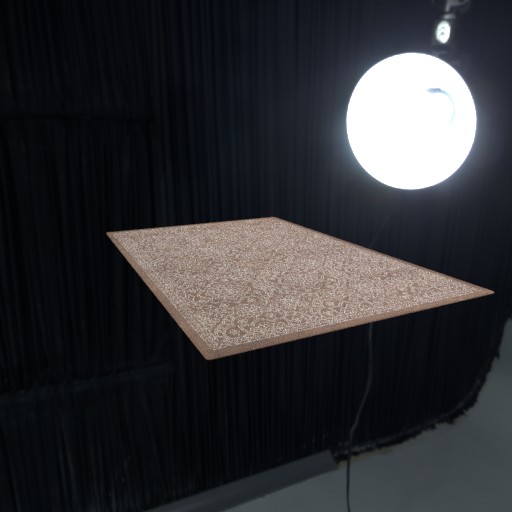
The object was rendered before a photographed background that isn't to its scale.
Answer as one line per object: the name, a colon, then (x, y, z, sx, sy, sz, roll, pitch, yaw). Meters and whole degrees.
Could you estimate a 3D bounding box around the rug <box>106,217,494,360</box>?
rug: (0.000, 0.000, 2.865, 1.524, 0.011, 2.286, -8, 17, -25)
